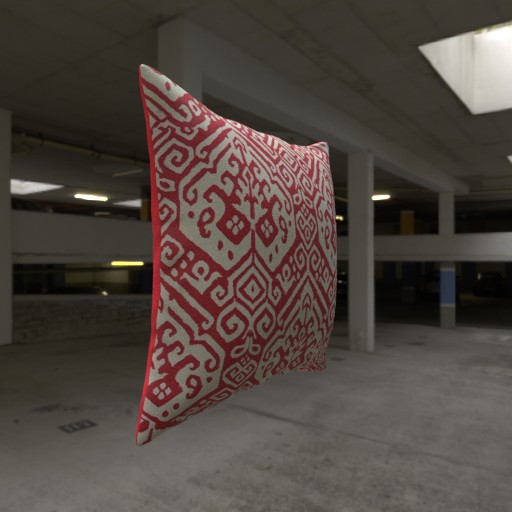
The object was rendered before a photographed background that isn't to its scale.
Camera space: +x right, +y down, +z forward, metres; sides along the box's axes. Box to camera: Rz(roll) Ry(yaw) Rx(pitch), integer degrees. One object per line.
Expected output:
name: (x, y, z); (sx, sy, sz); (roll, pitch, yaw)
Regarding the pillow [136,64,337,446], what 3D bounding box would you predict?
pillow: (0.000, 0.000, 0.786); (0.192, 0.507, 0.522); (0, 0, 37)
